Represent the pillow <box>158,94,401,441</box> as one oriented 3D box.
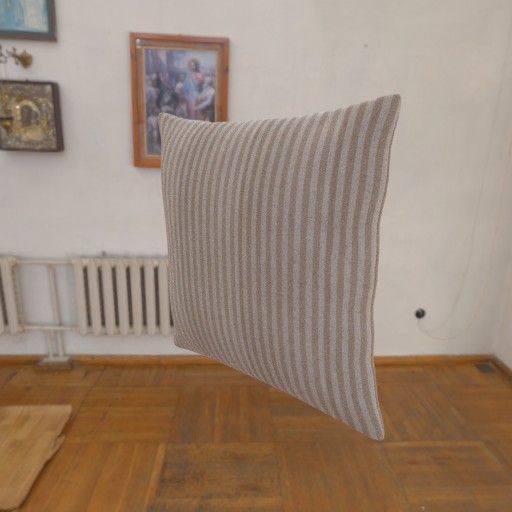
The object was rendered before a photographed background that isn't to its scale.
[{"bbox_3d":[0.000,0.000,0.789,0.523,0.510,0.166,13,19,41],"label":"pillow"}]
